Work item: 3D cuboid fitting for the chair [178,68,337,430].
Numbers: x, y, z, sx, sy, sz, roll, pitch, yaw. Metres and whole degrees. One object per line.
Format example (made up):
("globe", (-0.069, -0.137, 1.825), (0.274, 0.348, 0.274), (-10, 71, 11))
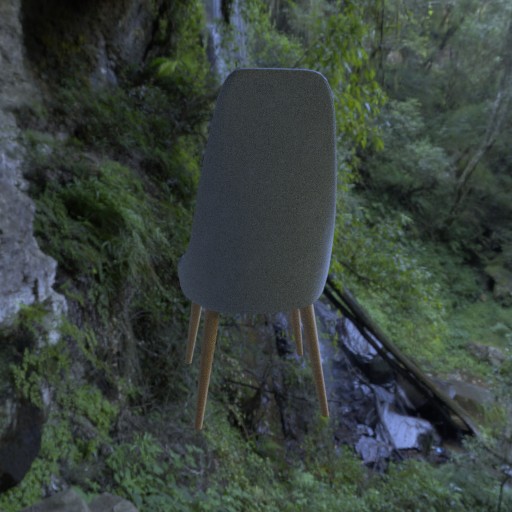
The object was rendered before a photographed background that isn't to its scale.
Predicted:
("chair", (0.000, 0.000, 1.430), (0.510, 1.040, 0.660), (-2, 15, -9))
